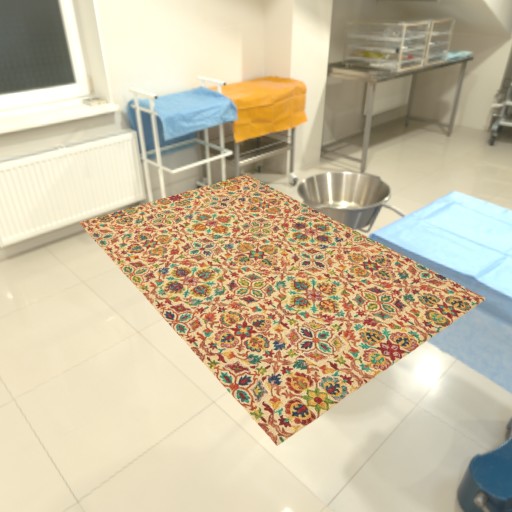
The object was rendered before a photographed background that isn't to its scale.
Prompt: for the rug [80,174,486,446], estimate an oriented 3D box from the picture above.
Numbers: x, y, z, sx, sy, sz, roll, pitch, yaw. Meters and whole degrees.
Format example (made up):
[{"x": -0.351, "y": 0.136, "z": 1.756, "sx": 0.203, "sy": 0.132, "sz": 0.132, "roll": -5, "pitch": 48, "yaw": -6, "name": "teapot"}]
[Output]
[{"x": 0.000, "y": 0.000, "z": 2.313, "sx": 1.226, "sy": 0.013, "sz": 1.838, "roll": -22, "pitch": 39, "yaw": -31, "name": "rug"}]
